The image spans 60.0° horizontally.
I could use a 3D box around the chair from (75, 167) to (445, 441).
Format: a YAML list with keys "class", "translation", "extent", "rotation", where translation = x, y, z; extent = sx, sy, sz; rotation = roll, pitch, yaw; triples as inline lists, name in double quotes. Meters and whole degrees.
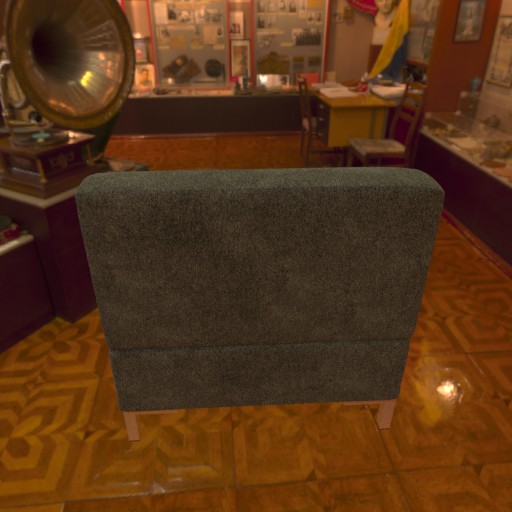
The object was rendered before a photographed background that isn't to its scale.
- class: "chair"
  translation: [0.000, 0.000, 1.220]
  extent: [0.680, 0.660, 0.680]
  rotation: [-2, 29, -3]
